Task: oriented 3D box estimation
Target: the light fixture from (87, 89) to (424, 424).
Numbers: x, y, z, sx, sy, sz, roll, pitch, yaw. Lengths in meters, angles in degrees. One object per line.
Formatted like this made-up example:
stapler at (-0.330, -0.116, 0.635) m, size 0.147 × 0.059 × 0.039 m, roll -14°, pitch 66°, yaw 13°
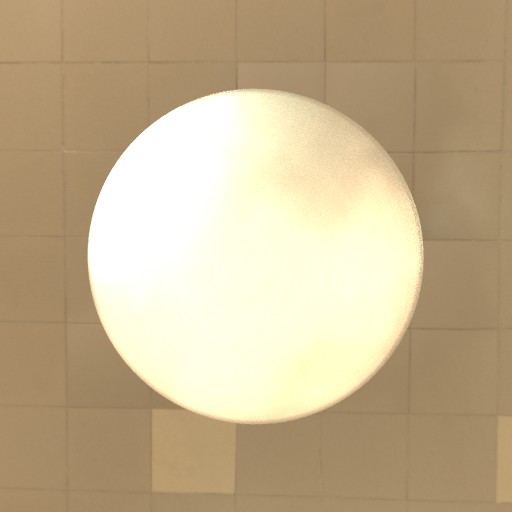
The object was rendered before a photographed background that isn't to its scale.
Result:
light fixture at (0.000, 0.000, 0.435) m, size 0.280 × 0.135 × 0.280 m, roll 0°, pitch 92°, yaw 2°
